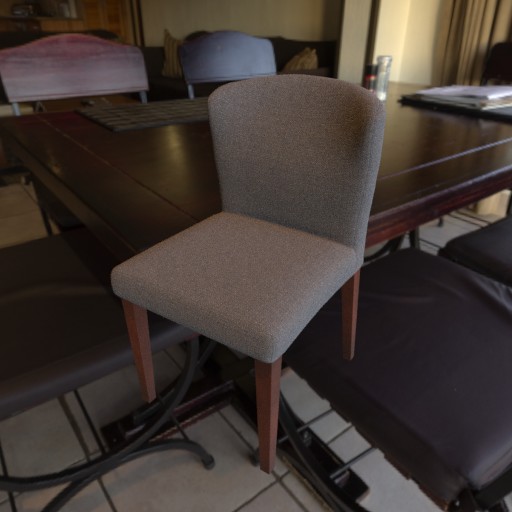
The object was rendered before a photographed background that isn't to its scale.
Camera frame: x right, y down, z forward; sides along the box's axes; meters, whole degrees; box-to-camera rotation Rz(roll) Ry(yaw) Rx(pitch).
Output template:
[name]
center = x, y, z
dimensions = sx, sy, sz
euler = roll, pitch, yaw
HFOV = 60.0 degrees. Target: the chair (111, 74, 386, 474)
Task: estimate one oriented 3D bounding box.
[chair]
center = 0.000, 0.000, 1.175
dimensions = 0.491, 0.839, 0.589
euler = 18, 34, 29
